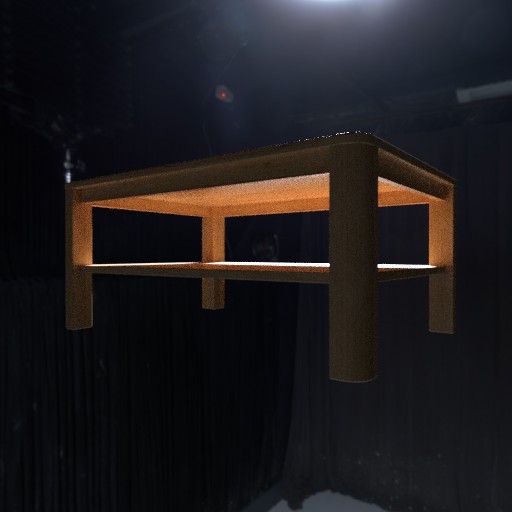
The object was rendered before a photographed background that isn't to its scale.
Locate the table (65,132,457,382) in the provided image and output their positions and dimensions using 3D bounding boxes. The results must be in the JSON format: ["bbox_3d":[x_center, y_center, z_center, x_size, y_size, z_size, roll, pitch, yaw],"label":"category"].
[{"bbox_3d":[0.000,0.000,1.347,0.997,0.445,0.696,0,0,37],"label":"table"}]
